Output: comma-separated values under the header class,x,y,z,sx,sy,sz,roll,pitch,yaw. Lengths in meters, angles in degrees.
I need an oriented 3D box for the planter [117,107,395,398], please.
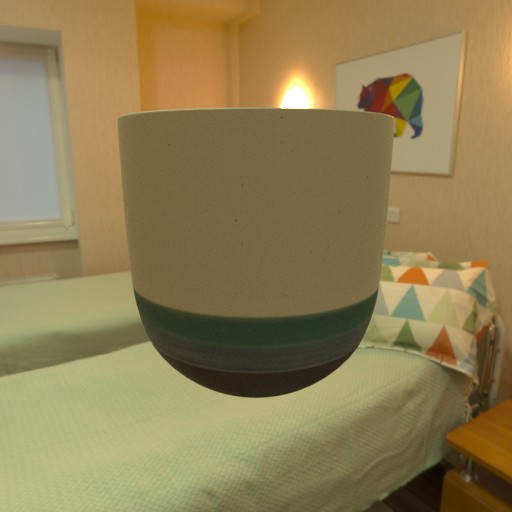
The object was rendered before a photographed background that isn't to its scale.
class,x,y,z,sx,sy,sz,roll,pitch,yaw
planter,0.000,0.000,0.364,0.204,0.214,0.204,0,13,0
